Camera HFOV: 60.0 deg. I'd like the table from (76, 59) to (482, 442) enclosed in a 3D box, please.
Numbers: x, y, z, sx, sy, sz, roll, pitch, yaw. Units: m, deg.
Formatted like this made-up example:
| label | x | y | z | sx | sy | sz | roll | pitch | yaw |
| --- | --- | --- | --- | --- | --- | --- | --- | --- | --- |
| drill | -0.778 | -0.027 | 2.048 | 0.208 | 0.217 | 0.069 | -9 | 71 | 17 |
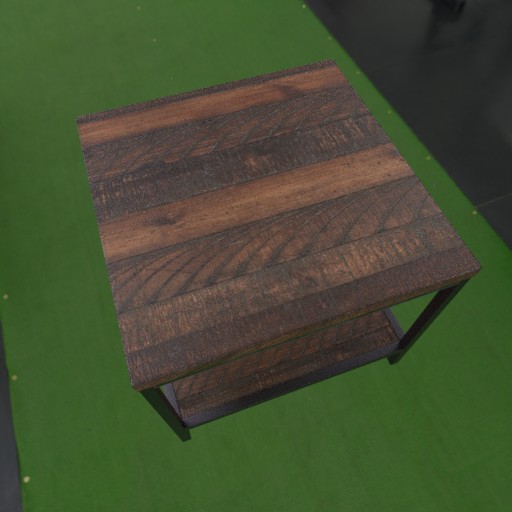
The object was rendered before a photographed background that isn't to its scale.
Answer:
| label | x | y | z | sx | sy | sz | roll | pitch | yaw |
| --- | --- | --- | --- | --- | --- | --- | --- | --- | --- |
| table | 0.000 | 0.000 | 0.978 | 0.548 | 0.482 | 0.553 | -17 | 60 | -10 |
